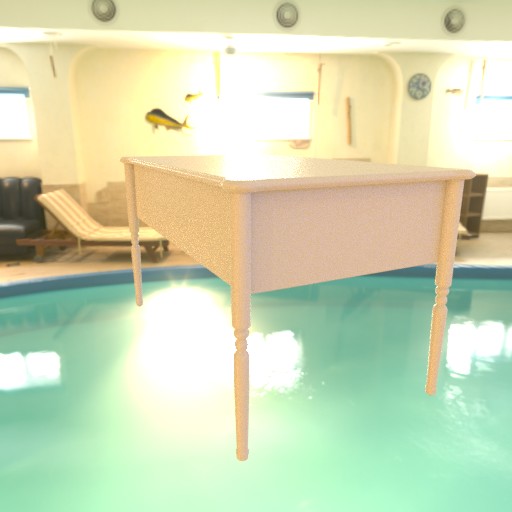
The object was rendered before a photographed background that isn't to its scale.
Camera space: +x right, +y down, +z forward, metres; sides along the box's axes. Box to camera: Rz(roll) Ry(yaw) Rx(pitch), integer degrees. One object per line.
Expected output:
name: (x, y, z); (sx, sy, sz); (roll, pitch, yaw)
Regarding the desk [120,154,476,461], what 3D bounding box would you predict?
desk: (0.000, 0.000, 1.825); (0.807, 0.762, 1.380); (-7, 17, -26)
